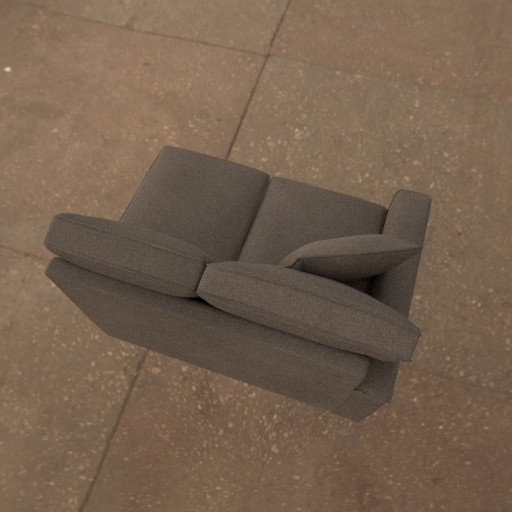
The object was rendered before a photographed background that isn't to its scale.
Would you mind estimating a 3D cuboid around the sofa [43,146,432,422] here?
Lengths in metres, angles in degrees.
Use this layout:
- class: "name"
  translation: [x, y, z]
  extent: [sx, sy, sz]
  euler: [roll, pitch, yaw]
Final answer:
- class: "sofa"
  translation: [0.000, 0.000, 2.052]
  extent: [1.388, 0.989, 0.991]
  euler: [17, 63, 9]
